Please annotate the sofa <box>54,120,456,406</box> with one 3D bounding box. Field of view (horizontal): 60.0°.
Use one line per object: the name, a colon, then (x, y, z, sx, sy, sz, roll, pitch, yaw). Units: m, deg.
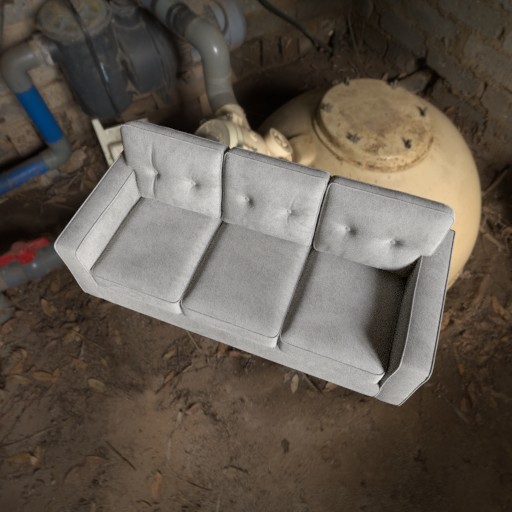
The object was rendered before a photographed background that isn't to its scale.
sofa: (0.000, 0.000, 2.655, 2.133, 0.965, 0.939, 18, 60, 11)
